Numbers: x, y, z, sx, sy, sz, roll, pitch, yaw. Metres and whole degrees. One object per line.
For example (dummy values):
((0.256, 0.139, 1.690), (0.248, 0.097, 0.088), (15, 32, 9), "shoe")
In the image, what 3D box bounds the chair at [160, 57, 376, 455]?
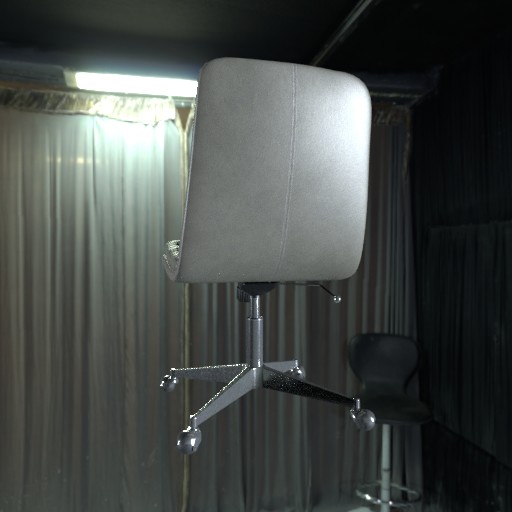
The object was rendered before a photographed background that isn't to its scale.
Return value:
((0.000, 0.000, 1.055), (0.422, 0.738, 0.485), (0, 1, -17), "chair")
